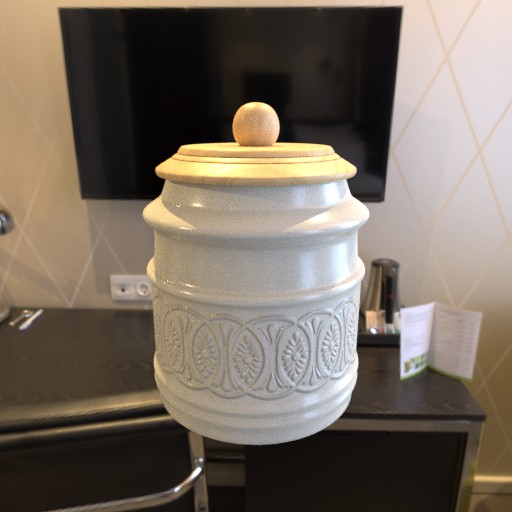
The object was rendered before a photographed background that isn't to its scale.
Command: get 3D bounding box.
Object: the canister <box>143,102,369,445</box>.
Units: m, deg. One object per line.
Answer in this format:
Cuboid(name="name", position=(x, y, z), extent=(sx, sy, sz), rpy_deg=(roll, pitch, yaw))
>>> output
Cuboid(name="canister", position=(0.000, 0.000, 0.269), extent=(0.130, 0.176, 0.130), rpy_deg=(0, 17, 0))
